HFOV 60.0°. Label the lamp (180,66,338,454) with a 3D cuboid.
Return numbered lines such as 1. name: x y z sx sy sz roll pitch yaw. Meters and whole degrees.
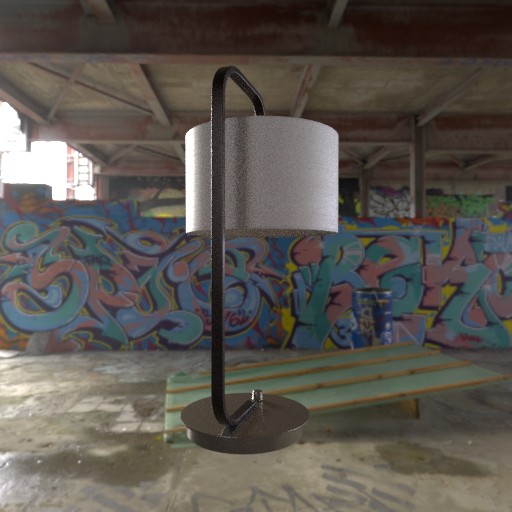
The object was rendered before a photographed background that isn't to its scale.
1. lamp: 0.000 0.000 0.650 0.230 0.473 0.288 0 0 18
